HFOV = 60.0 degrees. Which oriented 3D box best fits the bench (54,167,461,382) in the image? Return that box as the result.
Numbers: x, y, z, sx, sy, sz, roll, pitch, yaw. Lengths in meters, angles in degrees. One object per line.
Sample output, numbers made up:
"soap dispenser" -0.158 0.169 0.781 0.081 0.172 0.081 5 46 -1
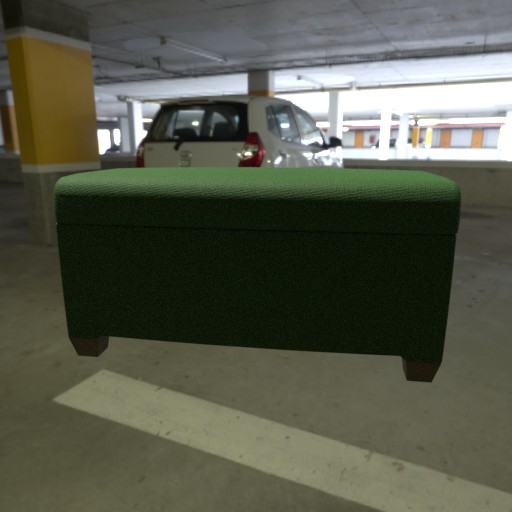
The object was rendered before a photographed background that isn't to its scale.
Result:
"bench" 0.000 0.000 1.292 0.989 0.501 0.505 2 14 9
